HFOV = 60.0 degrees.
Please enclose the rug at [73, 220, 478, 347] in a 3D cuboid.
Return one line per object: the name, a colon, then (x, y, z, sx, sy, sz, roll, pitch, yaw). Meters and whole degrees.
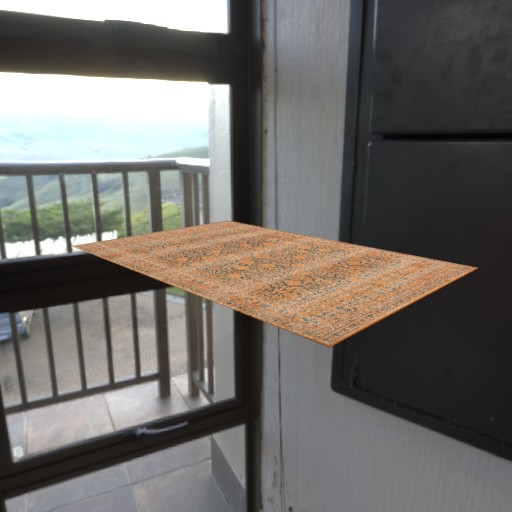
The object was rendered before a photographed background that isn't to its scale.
rug: (0.000, 0.000, 3.001, 1.525, 0.007, 2.336, -14, 20, -43)
